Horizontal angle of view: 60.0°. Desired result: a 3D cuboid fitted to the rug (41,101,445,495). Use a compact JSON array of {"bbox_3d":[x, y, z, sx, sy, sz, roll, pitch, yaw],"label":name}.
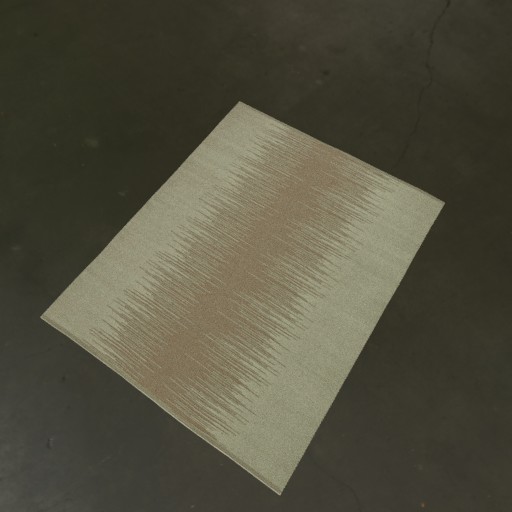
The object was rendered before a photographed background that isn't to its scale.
[{"bbox_3d":[0.000,0.000,4.079,2.438,0.013,3.048,31,67,14],"label":"rug"}]
